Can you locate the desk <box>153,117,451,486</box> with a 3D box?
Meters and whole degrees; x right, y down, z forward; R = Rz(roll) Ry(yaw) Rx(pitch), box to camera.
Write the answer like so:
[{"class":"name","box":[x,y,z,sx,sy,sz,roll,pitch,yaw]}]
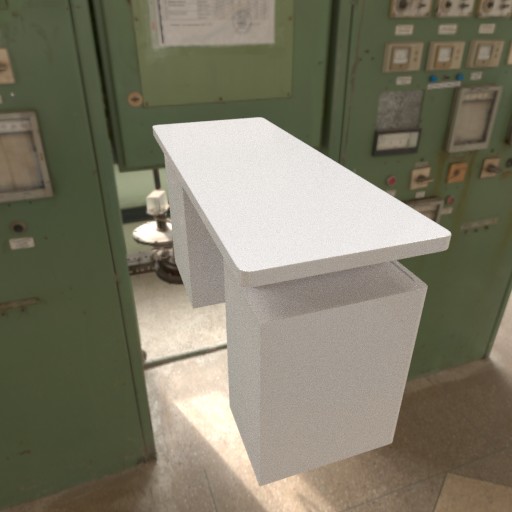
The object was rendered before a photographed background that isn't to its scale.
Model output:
[{"class":"desk","box":[0.000,0.000,1.766,0.550,0.762,1.400,-10,31,-17]}]
